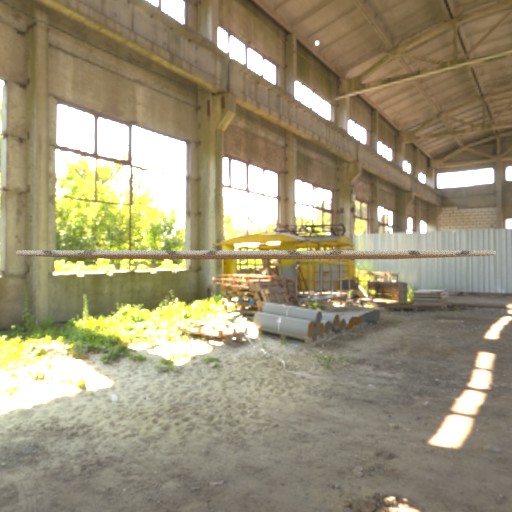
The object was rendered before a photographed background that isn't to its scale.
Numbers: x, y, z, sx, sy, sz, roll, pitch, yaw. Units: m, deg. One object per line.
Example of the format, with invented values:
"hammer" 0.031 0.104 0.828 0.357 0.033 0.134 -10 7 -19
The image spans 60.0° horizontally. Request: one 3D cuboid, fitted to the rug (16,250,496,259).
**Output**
"rug" 0.000 0.000 2.903 2.348 0.024 1.501 0 -1 0
